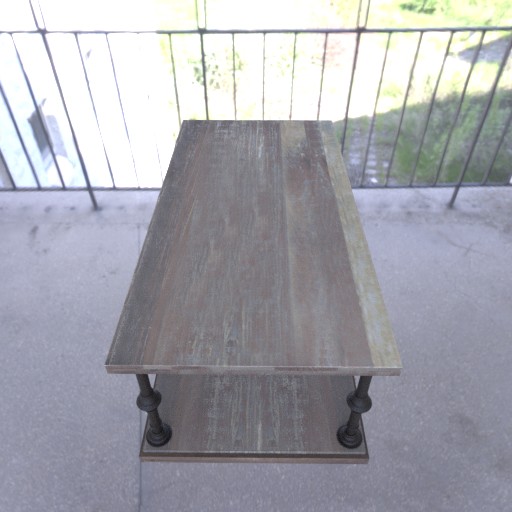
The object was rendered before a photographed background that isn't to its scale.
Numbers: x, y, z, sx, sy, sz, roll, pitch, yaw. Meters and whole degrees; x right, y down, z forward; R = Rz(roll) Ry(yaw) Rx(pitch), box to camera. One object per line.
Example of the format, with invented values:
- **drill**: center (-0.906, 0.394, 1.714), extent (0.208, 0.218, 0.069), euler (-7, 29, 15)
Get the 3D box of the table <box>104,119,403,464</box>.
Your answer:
- **table**: center (0.000, 0.000, 1.365), extent (0.554, 0.399, 1.088), euler (0, 41, 0)
